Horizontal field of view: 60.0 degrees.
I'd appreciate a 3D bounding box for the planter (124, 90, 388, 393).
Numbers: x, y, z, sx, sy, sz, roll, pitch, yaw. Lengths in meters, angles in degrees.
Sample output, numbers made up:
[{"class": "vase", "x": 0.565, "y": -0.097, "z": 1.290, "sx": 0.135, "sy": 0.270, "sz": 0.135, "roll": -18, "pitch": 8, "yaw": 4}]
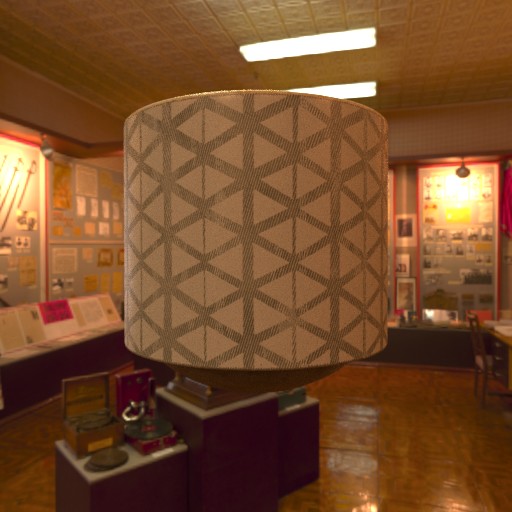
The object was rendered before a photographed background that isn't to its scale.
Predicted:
[{"class": "planter", "x": 0.000, "y": 0.000, "z": 0.333, "sx": 0.190, "sy": 0.181, "sz": 0.190, "roll": 0, "pitch": 1, "yaw": 0}]
